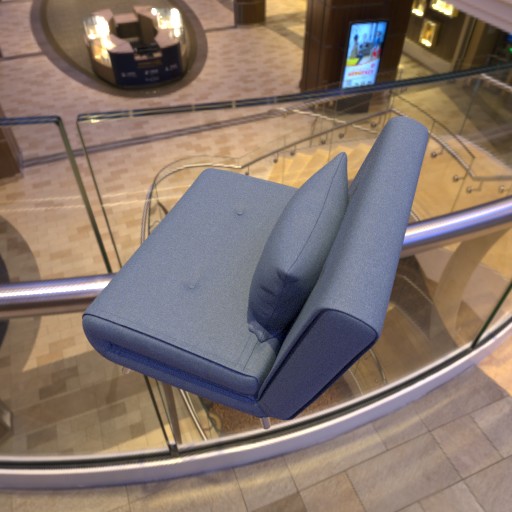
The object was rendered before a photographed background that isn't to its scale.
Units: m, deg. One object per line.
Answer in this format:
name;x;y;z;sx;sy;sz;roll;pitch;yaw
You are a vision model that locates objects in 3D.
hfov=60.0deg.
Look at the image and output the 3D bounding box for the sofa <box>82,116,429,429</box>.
sofa;0.000;0.000;1.720;0.996;0.860;0.999;16;48;15
